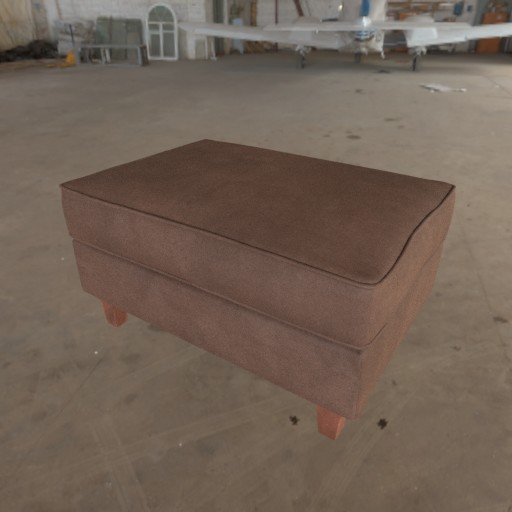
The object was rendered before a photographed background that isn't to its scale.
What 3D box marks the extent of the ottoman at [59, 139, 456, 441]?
[{"bbox_3d":[0.000,0.000,1.200,0.860,0.481,0.596,18,34,29],"label":"ottoman"}]
